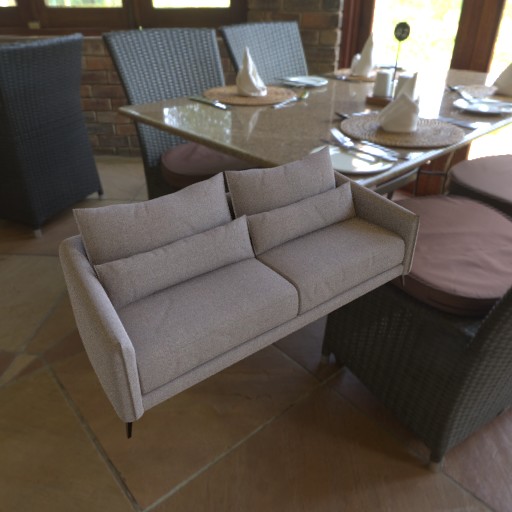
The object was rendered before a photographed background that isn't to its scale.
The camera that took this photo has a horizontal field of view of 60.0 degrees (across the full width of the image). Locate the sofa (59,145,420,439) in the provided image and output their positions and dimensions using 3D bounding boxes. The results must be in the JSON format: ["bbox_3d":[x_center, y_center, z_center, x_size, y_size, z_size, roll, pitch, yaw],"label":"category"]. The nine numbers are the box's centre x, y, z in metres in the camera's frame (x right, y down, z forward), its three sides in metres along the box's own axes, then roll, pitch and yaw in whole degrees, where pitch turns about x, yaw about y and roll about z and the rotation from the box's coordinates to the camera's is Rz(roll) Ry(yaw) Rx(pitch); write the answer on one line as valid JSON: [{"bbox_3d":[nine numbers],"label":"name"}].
[{"bbox_3d":[0.000,0.000,2.523,2.022,0.833,0.809,-21,37,-32],"label":"sofa"}]
